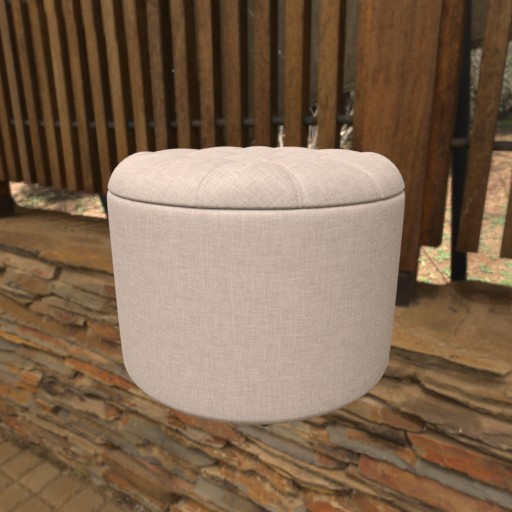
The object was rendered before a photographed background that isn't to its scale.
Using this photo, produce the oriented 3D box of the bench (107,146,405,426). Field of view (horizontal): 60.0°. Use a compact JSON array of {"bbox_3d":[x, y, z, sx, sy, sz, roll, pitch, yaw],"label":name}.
[{"bbox_3d":[0.000,0.000,0.976,0.600,0.453,0.600,0,17,0],"label":"bench"}]
